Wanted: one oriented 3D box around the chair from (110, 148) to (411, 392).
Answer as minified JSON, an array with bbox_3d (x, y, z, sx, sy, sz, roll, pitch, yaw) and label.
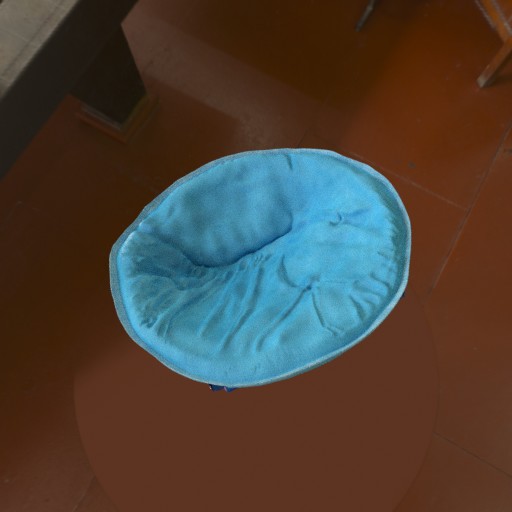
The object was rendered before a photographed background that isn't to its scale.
[{"bbox_3d":[0.000,0.000,0.883,0.520,0.478,0.465,-25,77,-6],"label":"chair"}]
